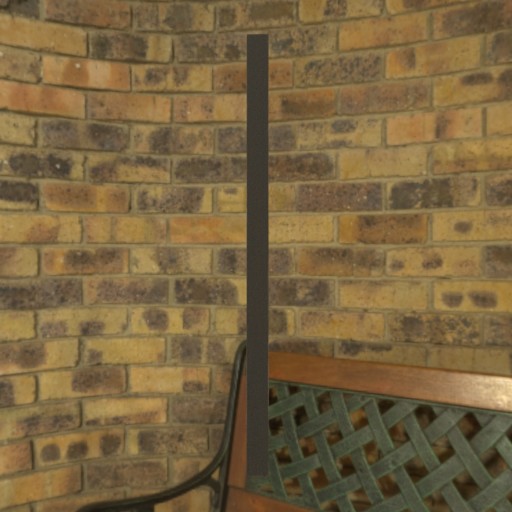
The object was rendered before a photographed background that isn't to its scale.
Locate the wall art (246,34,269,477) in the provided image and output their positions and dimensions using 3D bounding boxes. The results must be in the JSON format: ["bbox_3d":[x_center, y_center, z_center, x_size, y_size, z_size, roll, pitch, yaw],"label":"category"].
[{"bbox_3d":[0.000,0.000,1.143,0.038,0.762,0.762,0,0,0],"label":"wall art"}]
